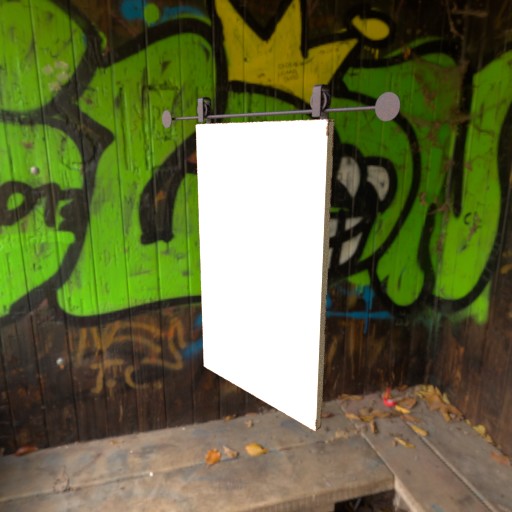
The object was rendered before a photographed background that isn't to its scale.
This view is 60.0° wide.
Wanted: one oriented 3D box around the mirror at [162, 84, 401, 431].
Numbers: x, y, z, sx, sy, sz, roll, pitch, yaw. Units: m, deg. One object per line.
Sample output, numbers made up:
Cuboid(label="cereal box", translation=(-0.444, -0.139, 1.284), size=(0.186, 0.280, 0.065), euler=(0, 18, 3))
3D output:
Cuboid(label="mirror", translation=(0.000, 0.000, 1.209), size=(0.037, 0.844, 0.808), euler=(-14, 20, -42))
